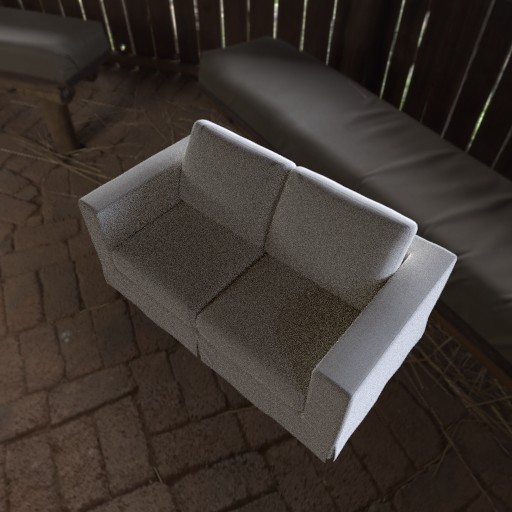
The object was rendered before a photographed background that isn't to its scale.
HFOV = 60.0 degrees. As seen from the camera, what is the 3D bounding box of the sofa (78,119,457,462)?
[{"bbox_3d":[0.000,0.000,2.476,1.813,0.932,1.009,32,55,26],"label":"sofa"}]
